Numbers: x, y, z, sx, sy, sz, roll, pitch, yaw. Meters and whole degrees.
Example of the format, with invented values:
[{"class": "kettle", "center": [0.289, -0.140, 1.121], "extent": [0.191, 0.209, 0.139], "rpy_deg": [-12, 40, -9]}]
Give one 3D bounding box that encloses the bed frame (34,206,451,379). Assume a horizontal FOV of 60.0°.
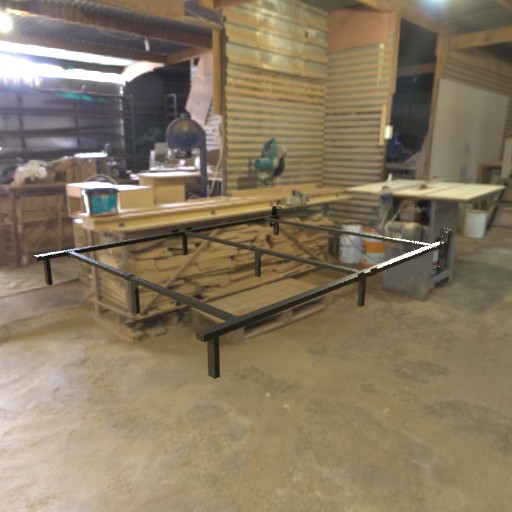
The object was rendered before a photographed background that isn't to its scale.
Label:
[{"class": "bed frame", "center": [0.000, 0.000, 2.644], "extent": [1.498, 0.248, 1.990], "rpy_deg": [14, 20, 43]}]
